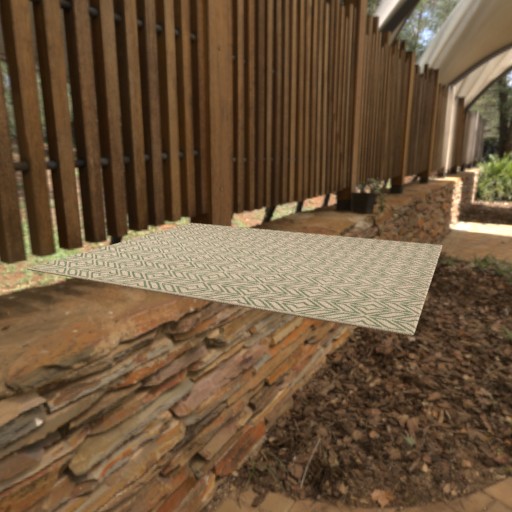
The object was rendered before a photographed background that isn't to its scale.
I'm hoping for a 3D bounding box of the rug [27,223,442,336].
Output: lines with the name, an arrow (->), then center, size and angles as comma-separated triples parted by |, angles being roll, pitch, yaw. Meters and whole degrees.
rug -> 0.000, 0.000, 4.092 | 3.050, 0.017, 2.441 | 7, 16, 25
